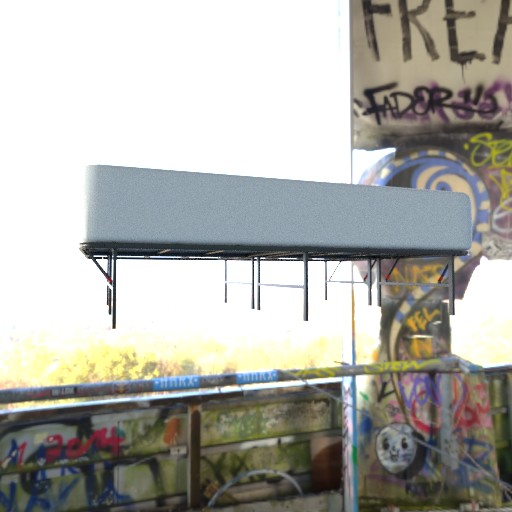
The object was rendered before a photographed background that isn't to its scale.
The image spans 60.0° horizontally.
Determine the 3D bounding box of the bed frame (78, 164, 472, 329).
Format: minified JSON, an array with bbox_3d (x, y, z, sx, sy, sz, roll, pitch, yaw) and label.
[{"bbox_3d":[0.000,0.000,2.803,2.037,0.677,1.528,1,-2,-20],"label":"bed frame"}]
